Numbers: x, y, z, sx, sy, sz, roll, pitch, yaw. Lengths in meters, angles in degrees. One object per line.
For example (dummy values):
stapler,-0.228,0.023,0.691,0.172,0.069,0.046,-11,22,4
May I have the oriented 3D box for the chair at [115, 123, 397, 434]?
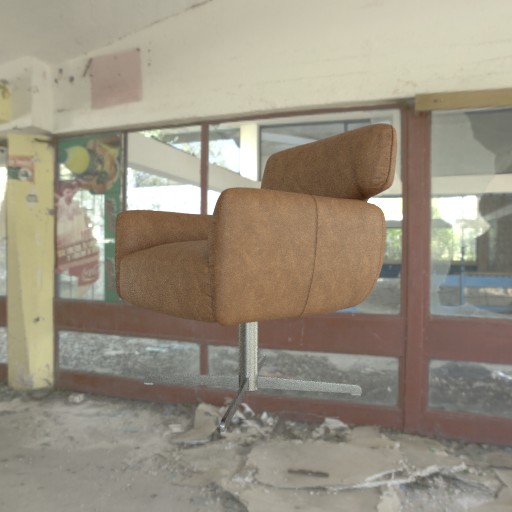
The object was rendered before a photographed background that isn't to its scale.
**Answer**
chair,0.000,0.000,1.363,0.715,0.812,0.706,0,1,-36
